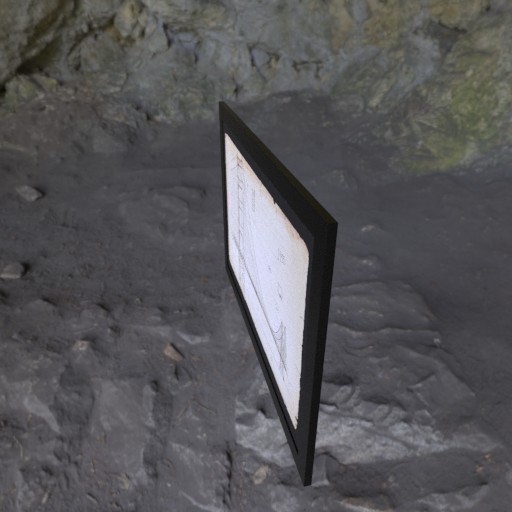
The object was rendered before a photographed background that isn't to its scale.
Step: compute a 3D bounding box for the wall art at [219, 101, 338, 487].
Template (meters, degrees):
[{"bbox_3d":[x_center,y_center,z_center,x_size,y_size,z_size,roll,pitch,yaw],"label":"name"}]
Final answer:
[{"bbox_3d":[0.000,0.000,0.847,0.013,0.447,0.660,-7,31,-12],"label":"wall art"}]
